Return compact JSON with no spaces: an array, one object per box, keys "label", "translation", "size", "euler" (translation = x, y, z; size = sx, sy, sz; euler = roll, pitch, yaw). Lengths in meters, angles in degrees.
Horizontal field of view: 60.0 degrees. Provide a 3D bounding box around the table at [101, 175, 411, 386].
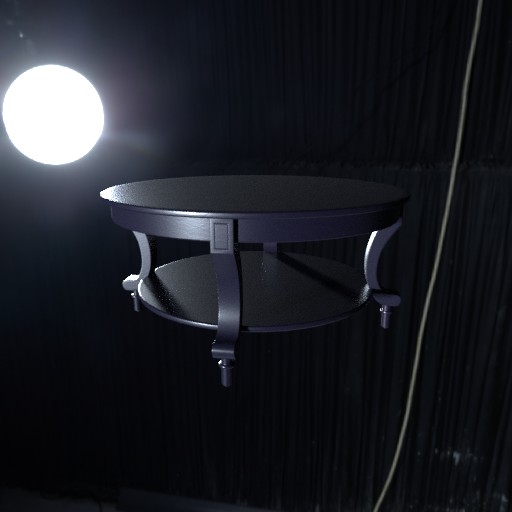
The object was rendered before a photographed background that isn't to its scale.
[{"label":"table","translation":[0.000,0.000,1.609],"size":[1.029,0.491,1.029],"euler":[0,15,0]}]
